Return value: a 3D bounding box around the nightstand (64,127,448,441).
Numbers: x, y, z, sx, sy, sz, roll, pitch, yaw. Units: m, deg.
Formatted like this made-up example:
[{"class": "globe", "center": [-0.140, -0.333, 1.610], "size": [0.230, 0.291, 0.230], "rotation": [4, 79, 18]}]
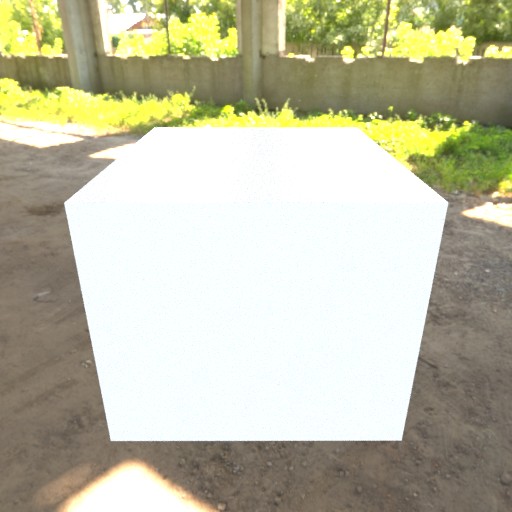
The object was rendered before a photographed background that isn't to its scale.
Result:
[{"class": "nightstand", "center": [0.000, 0.000, 0.758], "size": [0.408, 0.351, 0.470], "rotation": [0, 26, 0]}]
